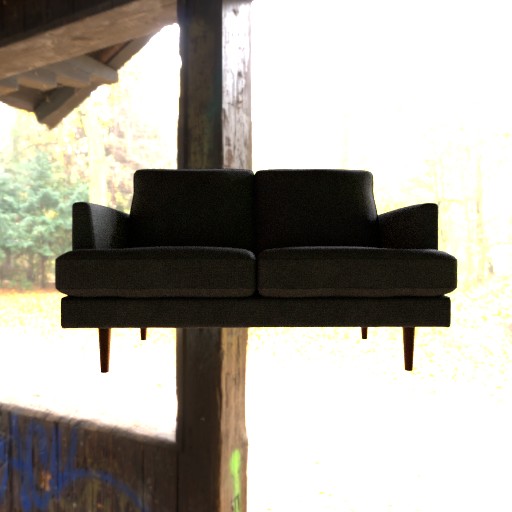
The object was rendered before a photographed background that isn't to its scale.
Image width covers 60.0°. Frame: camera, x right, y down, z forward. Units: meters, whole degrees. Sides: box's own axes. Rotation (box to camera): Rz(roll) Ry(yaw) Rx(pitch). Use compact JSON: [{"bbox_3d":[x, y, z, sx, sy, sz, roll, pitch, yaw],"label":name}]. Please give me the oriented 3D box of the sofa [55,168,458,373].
[{"bbox_3d":[0.000,0.000,2.148,1.582,0.956,0.903,0,0,-1],"label":"sofa"}]
